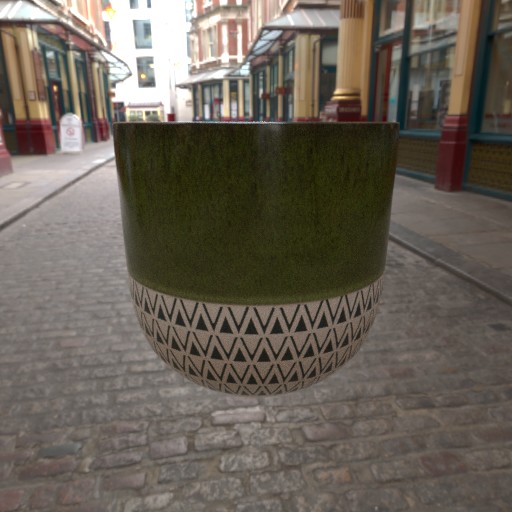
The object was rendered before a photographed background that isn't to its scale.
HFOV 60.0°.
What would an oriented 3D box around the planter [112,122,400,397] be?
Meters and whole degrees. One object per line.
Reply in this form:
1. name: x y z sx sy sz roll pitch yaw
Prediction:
1. planter: 0.000 0.000 0.467 0.266 0.270 0.266 0 17 0
